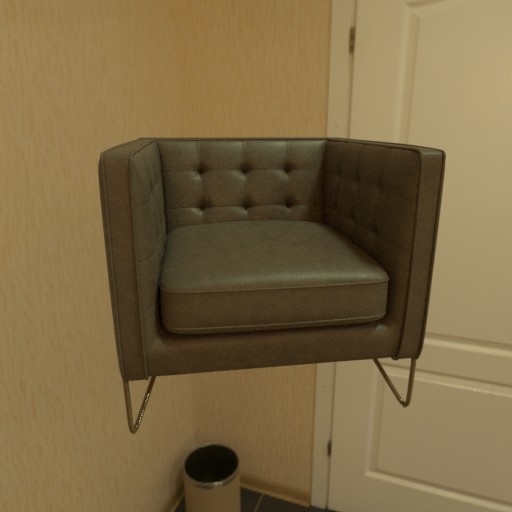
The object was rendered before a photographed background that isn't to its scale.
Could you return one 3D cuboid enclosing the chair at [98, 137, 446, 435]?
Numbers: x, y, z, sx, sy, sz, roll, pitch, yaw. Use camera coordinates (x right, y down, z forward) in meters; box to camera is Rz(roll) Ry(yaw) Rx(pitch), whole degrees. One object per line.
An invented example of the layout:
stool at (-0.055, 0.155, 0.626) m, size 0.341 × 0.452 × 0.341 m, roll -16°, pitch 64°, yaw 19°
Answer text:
chair at (0.000, 0.000, 1.572) m, size 0.880 × 0.790 × 0.894 m, roll -3°, pitch 17°, yaw -8°
